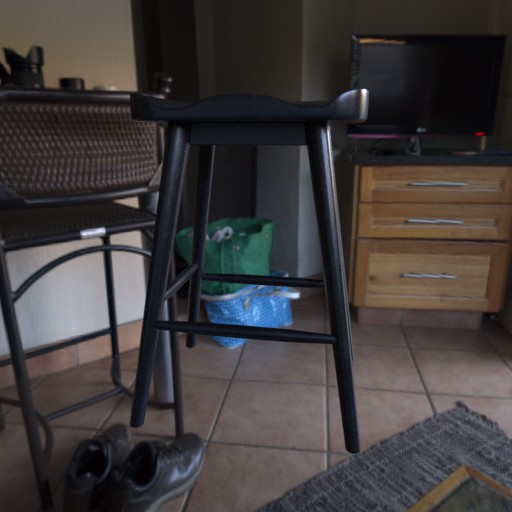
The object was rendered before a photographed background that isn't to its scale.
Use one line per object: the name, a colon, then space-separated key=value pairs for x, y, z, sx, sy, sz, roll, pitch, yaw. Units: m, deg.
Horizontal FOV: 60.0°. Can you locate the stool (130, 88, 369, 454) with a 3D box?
stool: x=0.000 y=0.000 z=0.907 sx=0.440 sy=0.615 sz=0.361 roll=3 pitch=16 yaw=10
